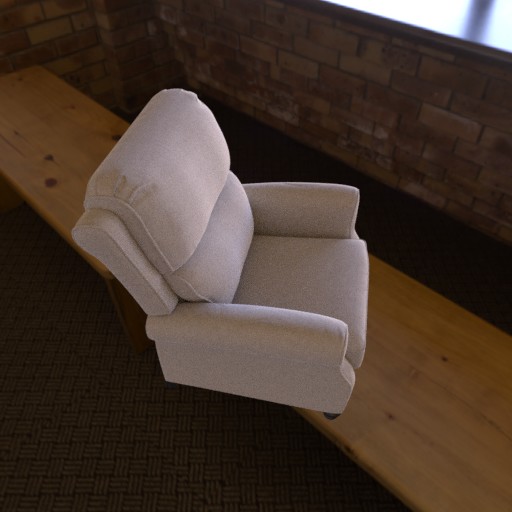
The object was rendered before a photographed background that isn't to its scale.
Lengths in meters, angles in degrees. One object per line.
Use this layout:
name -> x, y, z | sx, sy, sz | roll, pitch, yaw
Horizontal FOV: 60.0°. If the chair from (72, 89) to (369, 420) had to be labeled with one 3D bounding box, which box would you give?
chair -> 0.000, 0.000, 1.744 | 0.919, 1.046, 0.859 | 9, 47, 8
